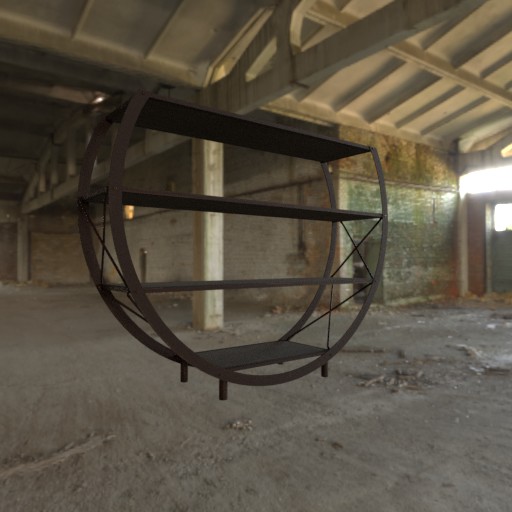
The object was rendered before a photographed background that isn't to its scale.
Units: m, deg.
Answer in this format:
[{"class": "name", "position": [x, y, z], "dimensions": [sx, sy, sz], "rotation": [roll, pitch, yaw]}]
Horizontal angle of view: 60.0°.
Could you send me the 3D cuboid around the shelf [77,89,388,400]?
[{"class": "shelf", "position": [0.000, 0.000, 1.921], "dimensions": [1.403, 1.063, 0.344], "rotation": [1, -1, -37]}]
